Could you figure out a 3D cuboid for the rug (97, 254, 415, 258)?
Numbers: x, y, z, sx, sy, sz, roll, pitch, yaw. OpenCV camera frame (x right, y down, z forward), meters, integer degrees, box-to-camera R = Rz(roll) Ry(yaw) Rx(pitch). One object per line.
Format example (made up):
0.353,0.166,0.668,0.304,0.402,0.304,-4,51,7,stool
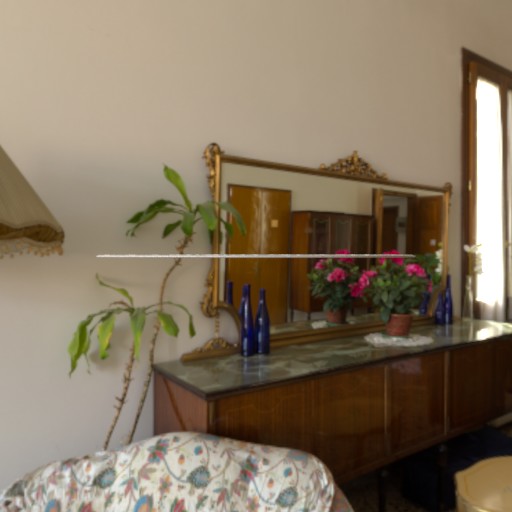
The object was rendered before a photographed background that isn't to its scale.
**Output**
0.000,0.000,2.353,1.593,0.012,1.593,0,0,0,rug
